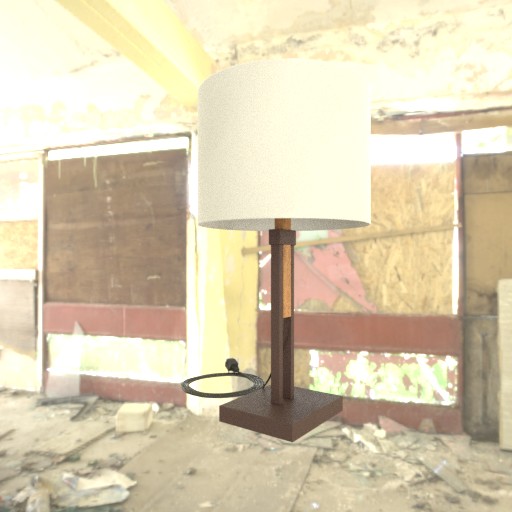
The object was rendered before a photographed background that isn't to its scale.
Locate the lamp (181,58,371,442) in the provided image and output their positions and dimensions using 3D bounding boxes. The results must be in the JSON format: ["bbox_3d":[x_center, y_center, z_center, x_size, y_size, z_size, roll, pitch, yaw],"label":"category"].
[{"bbox_3d":[0.000,0.000,0.993,0.525,0.668,0.396,0,0,36],"label":"lamp"}]
